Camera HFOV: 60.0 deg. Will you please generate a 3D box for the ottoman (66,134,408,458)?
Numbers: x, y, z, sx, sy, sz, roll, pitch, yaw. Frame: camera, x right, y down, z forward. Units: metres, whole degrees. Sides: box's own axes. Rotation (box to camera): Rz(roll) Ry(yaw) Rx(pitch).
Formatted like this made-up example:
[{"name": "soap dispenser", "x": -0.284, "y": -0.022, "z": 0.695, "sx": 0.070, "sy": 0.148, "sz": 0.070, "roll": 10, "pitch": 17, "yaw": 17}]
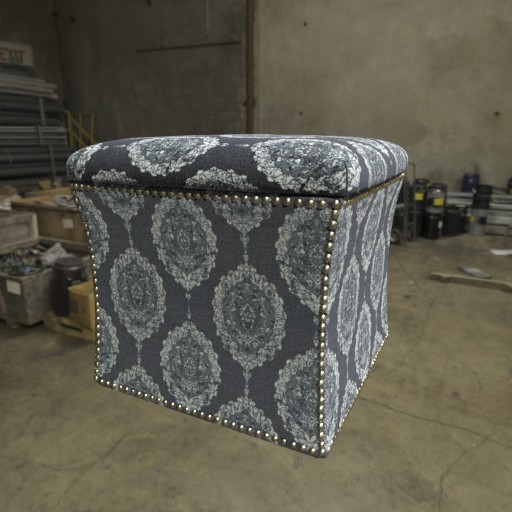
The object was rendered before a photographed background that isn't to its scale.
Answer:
[{"name": "ottoman", "x": 0.000, "y": 0.000, "z": 0.896, "sx": 0.507, "sy": 0.475, "sz": 0.497, "roll": 8, "pitch": 17, "yaw": 26}]
